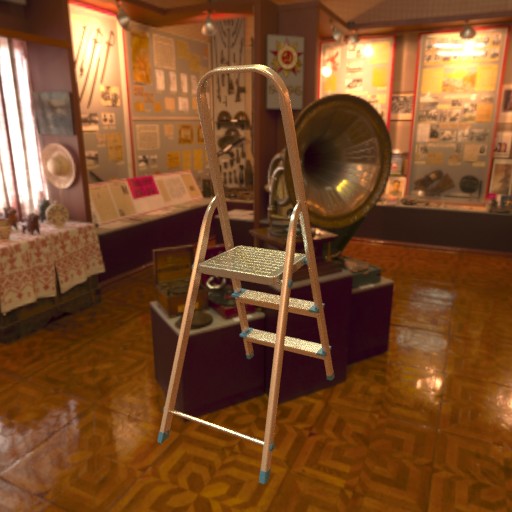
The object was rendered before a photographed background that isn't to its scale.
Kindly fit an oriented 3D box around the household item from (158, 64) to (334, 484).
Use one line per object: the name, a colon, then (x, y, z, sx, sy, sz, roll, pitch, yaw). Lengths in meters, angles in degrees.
household item: (0.000, 0.000, 1.560, 0.420, 1.215, 0.687, 8, 18, 26)
